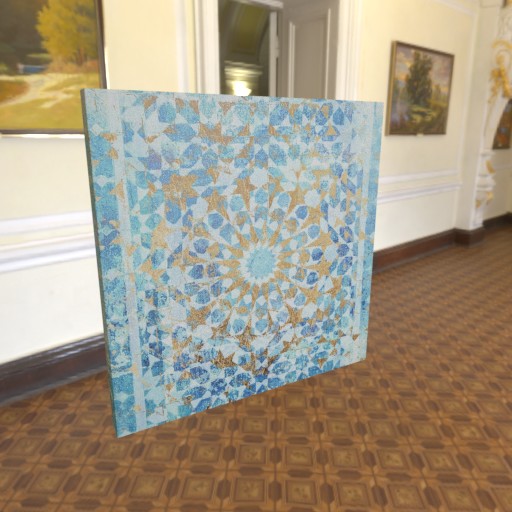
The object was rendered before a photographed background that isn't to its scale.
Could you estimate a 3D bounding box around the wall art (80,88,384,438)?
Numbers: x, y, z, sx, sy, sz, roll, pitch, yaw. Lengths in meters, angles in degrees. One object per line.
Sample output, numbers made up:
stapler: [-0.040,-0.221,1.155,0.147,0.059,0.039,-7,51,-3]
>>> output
wall art: [0.000,0.000,0.899,0.609,0.609,0.040,-8,17,-28]
